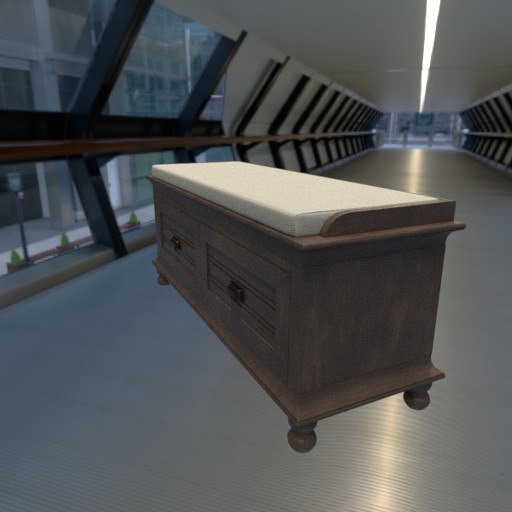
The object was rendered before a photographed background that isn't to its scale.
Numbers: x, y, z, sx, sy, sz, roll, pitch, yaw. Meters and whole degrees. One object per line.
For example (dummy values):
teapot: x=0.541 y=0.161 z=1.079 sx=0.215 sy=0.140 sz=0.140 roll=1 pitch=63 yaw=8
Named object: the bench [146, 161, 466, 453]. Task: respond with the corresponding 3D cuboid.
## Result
bench: x=0.000 y=0.000 z=1.411 sx=0.402 sy=0.501 sz=1.185 roll=-8 pitch=19 yaw=-25
